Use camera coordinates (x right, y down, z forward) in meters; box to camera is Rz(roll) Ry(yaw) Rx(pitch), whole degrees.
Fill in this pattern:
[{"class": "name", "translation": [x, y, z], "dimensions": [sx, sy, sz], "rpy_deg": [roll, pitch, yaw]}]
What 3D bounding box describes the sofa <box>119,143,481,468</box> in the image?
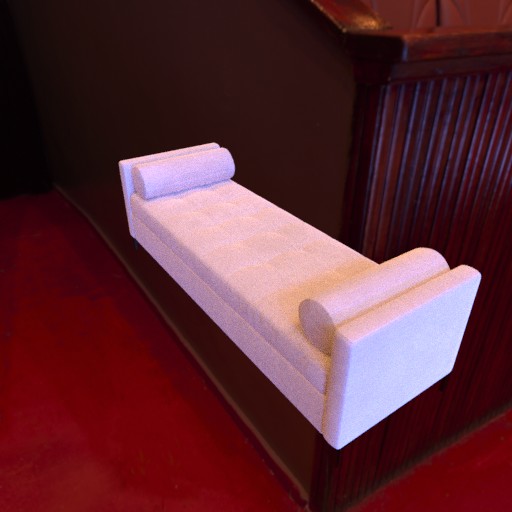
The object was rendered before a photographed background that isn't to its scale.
[{"class": "sofa", "translation": [0.000, 0.000, 2.325], "dimensions": [0.686, 0.635, 1.981], "rpy_deg": [-20, 36, -29]}]
